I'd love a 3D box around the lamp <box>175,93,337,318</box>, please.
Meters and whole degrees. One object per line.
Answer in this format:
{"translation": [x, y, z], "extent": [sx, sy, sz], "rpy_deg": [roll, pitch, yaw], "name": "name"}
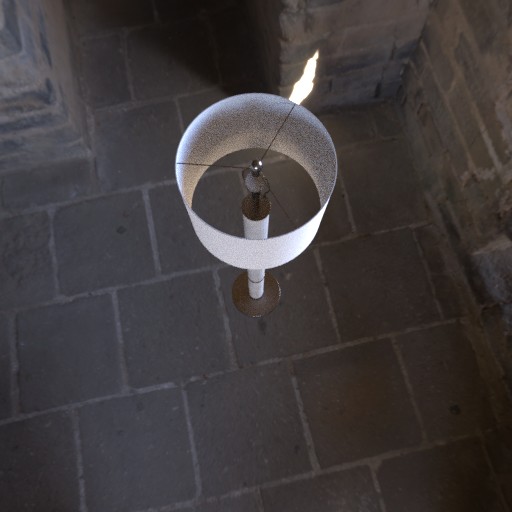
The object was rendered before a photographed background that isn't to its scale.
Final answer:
{"translation": [0.000, 0.000, 1.787], "extent": [0.377, 1.599, 0.377], "rpy_deg": [30, 76, 8], "name": "lamp"}
